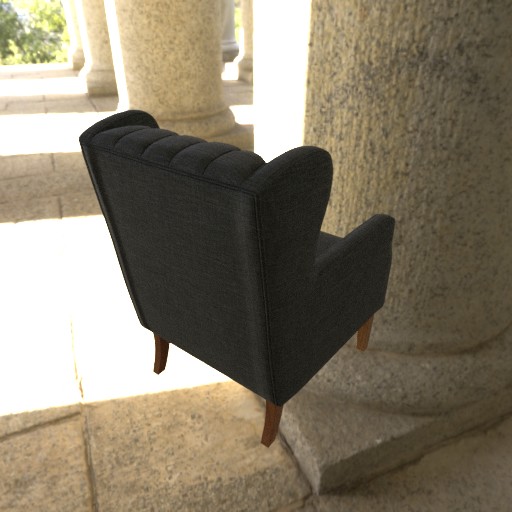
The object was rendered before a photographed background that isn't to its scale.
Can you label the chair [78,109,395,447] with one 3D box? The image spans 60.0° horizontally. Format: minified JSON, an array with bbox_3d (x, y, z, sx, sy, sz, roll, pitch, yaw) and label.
[{"bbox_3d":[0.000,0.000,1.500,0.711,0.953,0.775,21,37,31],"label":"chair"}]
